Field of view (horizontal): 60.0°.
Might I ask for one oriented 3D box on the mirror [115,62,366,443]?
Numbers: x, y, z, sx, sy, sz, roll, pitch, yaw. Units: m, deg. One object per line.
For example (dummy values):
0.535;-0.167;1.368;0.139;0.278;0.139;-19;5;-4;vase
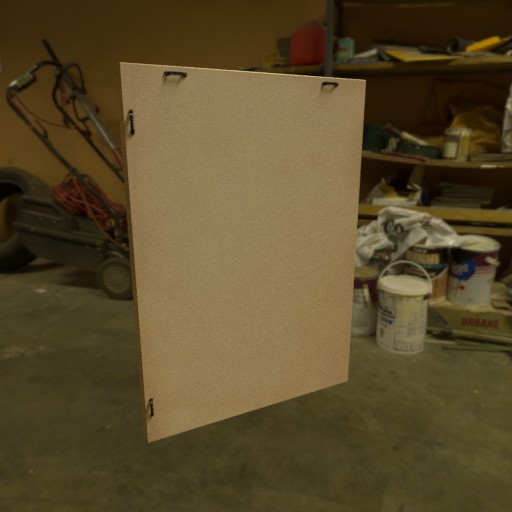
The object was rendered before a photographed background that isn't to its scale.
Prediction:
0.000;0.000;0.925;0.507;0.710;0.039;-8;17;-26;mirror
